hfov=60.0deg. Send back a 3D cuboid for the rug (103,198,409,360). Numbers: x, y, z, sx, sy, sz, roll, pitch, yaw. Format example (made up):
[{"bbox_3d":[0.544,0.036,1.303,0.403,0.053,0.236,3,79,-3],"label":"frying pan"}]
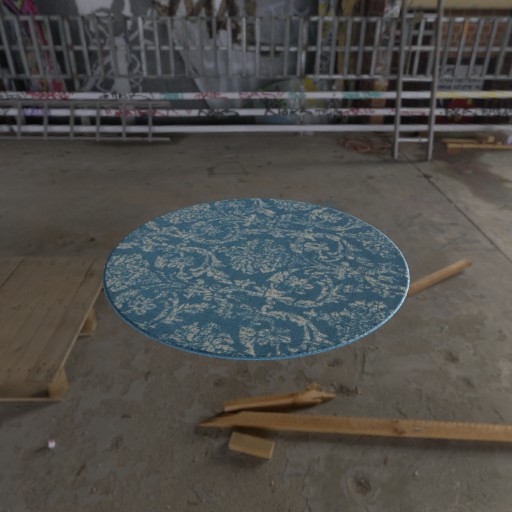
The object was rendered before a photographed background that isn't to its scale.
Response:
[{"bbox_3d":[0.000,0.000,2.401,1.593,0.012,1.593,0,30,0],"label":"rug"}]
